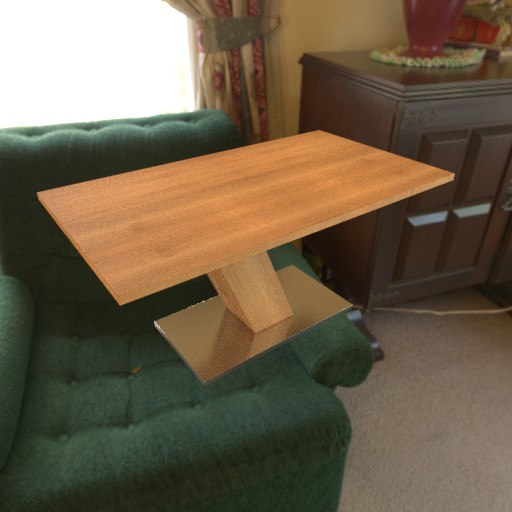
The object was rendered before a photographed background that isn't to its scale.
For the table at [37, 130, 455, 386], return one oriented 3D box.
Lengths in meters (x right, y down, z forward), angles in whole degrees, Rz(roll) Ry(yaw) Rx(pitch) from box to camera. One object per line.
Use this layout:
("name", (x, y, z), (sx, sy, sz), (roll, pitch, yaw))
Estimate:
("table", (0.000, 0.000, 2.131), (1.600, 0.750, 0.900), (-21, 37, -30))
